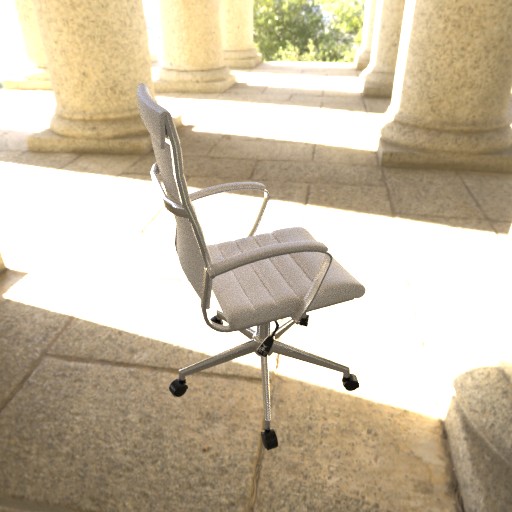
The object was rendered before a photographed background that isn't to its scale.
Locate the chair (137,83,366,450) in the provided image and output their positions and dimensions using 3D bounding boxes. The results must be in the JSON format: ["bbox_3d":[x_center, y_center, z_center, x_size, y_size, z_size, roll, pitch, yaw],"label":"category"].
[{"bbox_3d":[0.000,0.000,1.606,0.739,1.149,0.766,-10,32,-17],"label":"chair"}]
